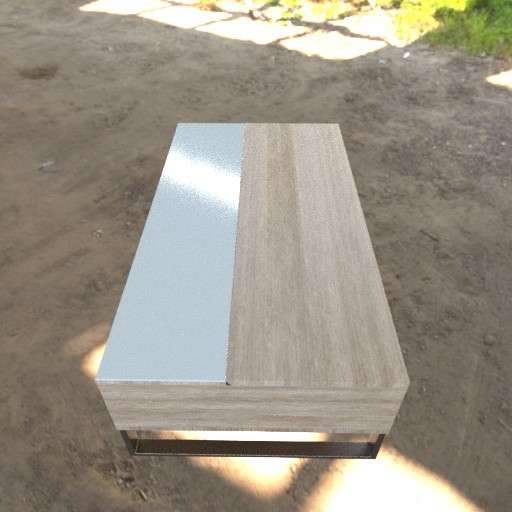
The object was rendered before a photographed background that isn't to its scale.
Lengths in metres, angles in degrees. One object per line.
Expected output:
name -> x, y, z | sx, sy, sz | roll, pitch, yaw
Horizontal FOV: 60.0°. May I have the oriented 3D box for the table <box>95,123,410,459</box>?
table -> 0.000, 0.000, 1.369 | 0.600, 0.350, 1.100 | 1, 42, 1
